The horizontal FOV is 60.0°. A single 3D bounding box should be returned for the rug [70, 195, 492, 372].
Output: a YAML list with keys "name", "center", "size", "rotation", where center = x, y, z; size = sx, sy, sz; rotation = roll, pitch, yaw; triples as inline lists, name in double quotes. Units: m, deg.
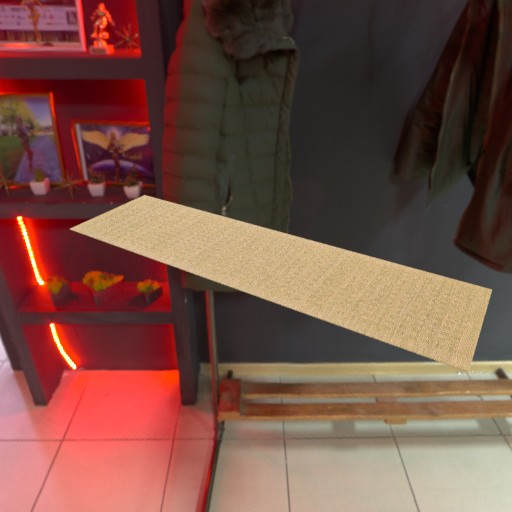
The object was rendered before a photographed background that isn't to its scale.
- name: "rug"
  center: [0.000, 0.000, 2.590]
  size: [2.437, 0.006, 0.686]
  rotation: [17, 34, 27]
